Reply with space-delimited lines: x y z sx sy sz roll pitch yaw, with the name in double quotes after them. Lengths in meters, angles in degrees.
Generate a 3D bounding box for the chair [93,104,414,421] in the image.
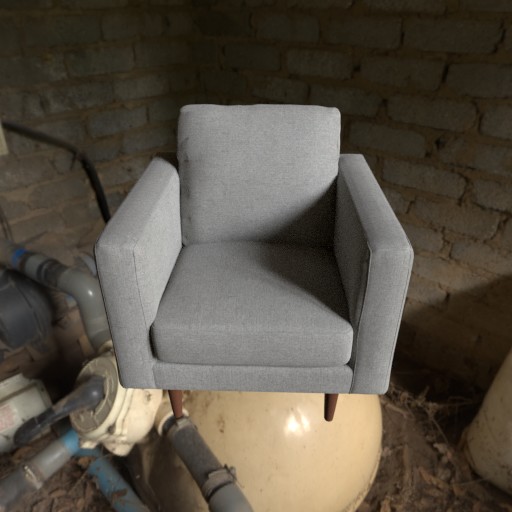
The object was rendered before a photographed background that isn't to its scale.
0.000 0.000 1.572 0.855 0.927 0.800 1 31 2 "chair"
